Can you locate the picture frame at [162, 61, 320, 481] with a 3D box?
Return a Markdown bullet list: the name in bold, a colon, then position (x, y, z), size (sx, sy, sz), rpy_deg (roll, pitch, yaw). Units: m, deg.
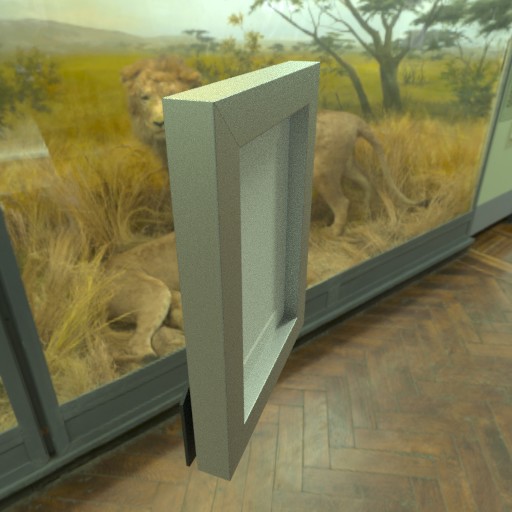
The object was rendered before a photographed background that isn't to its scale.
- **picture frame**: position (0.000, 0.000, 0.272), size (0.028, 0.208, 0.157), rpy_deg (10, 30, 18)
